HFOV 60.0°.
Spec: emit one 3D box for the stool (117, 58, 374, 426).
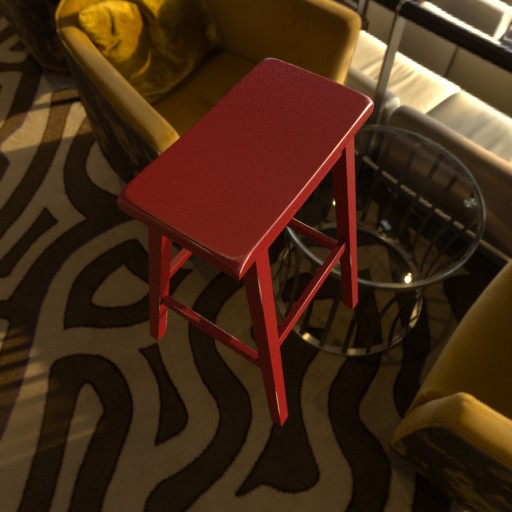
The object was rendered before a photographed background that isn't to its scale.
[{"bbox_3d":[0.000,0.000,1.073,0.476,0.737,0.457,30,63,17],"label":"stool"}]
